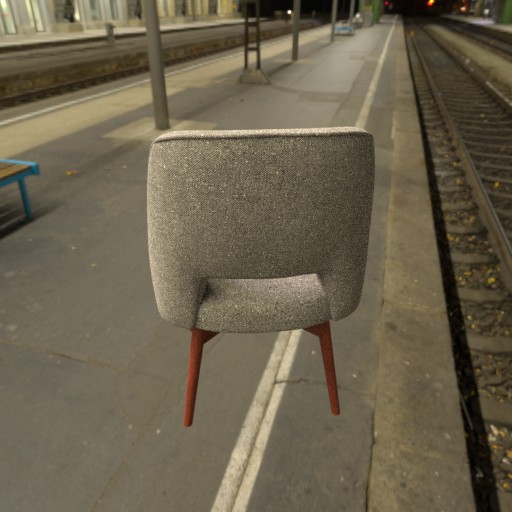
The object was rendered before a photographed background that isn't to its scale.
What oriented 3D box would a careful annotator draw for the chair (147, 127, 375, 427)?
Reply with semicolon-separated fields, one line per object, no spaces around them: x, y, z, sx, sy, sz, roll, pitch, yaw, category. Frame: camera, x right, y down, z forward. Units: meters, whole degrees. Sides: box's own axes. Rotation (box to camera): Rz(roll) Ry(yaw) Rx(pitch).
0.000;0.000;1.316;0.608;0.875;0.629;-3;30;-5;chair
